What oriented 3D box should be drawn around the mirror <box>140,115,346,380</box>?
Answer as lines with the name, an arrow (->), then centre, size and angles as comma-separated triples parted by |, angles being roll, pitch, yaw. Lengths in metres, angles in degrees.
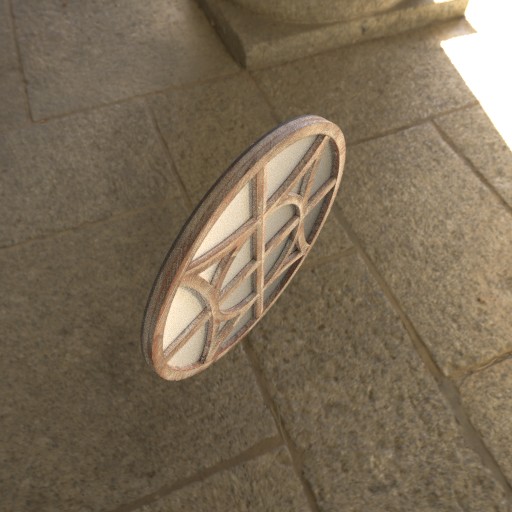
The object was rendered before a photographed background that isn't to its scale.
mirror -> 0.000, 0.000, 1.087 | 0.038, 0.710, 0.710 | 35, 64, 19
